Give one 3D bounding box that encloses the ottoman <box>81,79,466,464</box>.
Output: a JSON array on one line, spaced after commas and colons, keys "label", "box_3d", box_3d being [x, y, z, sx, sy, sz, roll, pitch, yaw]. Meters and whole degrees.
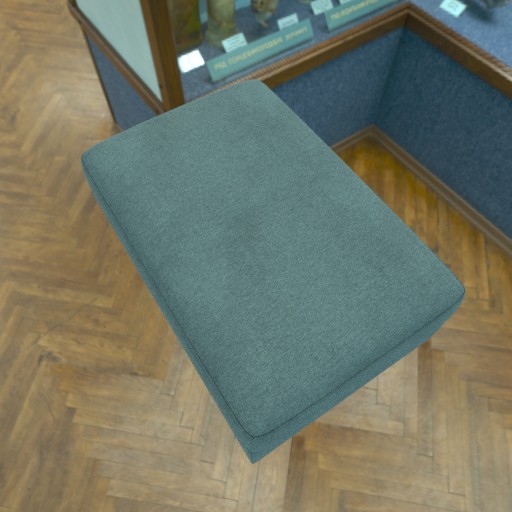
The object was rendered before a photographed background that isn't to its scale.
[{"label": "ottoman", "box_3d": [0.000, 0.000, 1.198, 0.584, 0.483, 0.864, -29, 64, -16]}]
